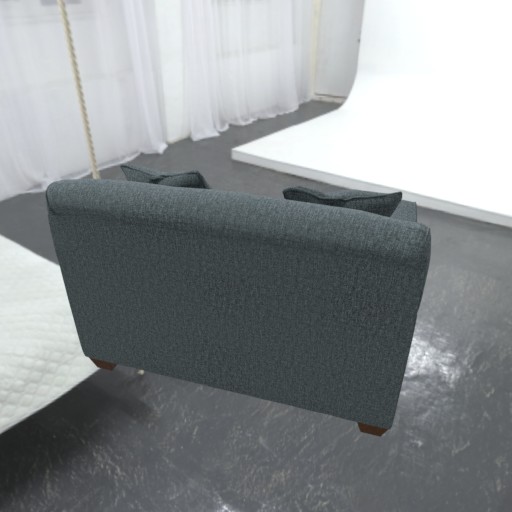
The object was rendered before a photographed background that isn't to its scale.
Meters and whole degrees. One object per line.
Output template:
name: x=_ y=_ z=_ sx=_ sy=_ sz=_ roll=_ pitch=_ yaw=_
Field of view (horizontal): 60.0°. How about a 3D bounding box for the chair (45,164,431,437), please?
chair: x=0.000 y=0.000 z=2.058 sx=1.383 sy=0.948 sz=1.000 roll=9 pitch=31 yaw=15
